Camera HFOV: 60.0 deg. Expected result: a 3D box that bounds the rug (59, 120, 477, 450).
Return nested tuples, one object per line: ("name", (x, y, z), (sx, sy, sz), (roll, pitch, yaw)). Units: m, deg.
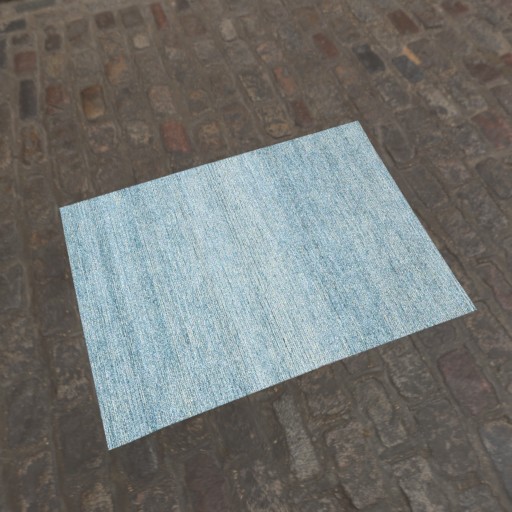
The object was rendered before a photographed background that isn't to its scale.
("rug", (0.000, 0.000, 2.840), (2.260, 0.026, 1.611), (-18, 65, -9))
